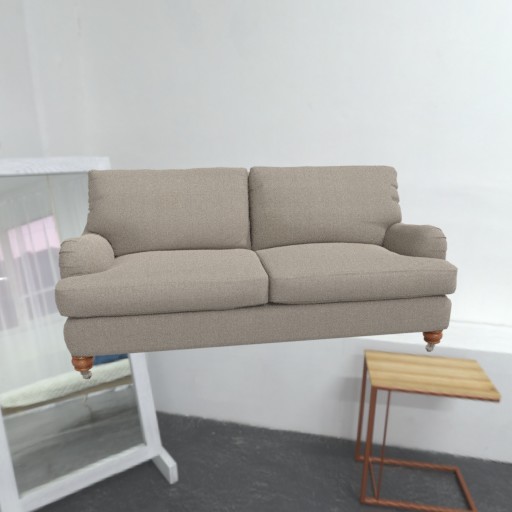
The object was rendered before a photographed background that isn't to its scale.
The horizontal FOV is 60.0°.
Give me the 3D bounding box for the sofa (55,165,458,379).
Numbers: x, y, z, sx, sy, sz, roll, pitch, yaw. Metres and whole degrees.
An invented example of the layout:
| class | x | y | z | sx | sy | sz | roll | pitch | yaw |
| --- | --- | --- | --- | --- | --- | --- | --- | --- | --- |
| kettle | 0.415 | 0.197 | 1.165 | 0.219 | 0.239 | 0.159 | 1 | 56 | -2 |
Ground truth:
| class | x | y | z | sx | sy | sz | roll | pitch | yaw |
| --- | --- | --- | --- | --- | --- | --- | --- | --- | --- |
| sofa | 0.000 | 0.000 | 2.766 | 2.160 | 1.054 | 1.087 | -2 | 16 | -9 |
